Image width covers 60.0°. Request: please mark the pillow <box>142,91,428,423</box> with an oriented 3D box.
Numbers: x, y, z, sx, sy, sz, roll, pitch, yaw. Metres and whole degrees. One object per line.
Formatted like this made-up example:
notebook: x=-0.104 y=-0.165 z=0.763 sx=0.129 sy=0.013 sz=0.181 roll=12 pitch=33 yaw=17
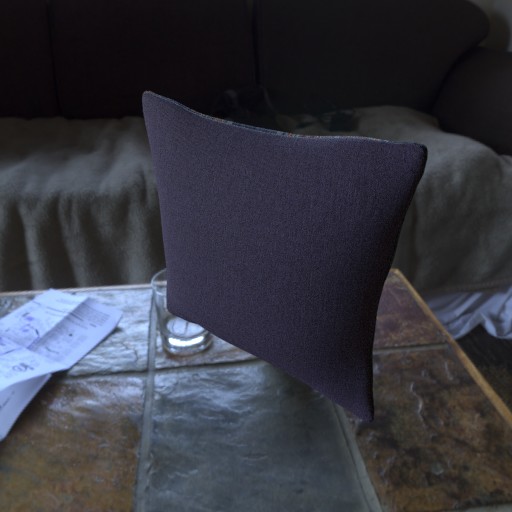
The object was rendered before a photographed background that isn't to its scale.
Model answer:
pillow: x=0.000 y=0.000 z=0.658 sx=0.437 sy=0.419 sz=0.136 roll=22 pitch=38 yaw=31
